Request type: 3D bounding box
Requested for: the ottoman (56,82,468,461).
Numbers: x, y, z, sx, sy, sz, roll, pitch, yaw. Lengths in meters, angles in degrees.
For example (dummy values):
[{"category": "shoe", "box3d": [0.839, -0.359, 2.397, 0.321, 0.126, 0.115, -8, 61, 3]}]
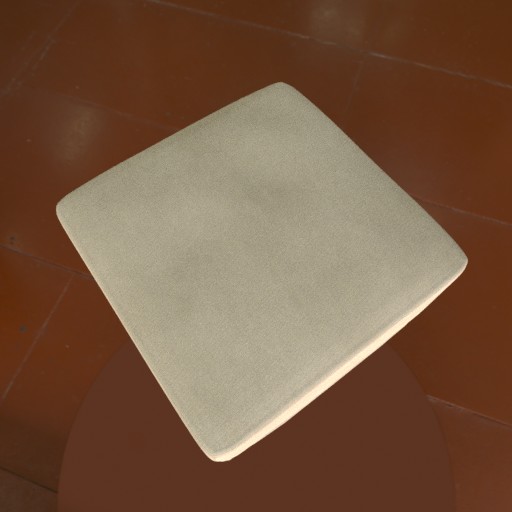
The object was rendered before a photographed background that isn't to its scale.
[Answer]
[{"category": "ottoman", "box3d": [0.000, 0.000, 1.346, 0.843, 0.441, 0.842, -33, 69, -15]}]
